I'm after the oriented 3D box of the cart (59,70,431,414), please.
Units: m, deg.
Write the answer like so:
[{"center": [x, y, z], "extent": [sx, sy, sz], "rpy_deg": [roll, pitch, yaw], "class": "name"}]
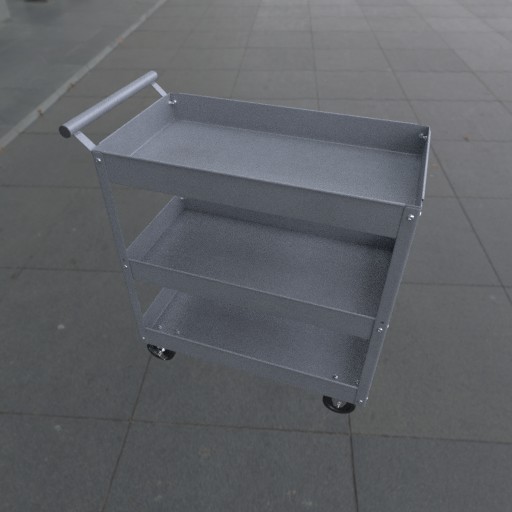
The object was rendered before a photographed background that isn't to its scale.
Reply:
[{"center": [0.000, 0.000, 1.182], "extent": [0.719, 0.780, 0.366], "rpy_deg": [13, 42, 14], "class": "cart"}]
